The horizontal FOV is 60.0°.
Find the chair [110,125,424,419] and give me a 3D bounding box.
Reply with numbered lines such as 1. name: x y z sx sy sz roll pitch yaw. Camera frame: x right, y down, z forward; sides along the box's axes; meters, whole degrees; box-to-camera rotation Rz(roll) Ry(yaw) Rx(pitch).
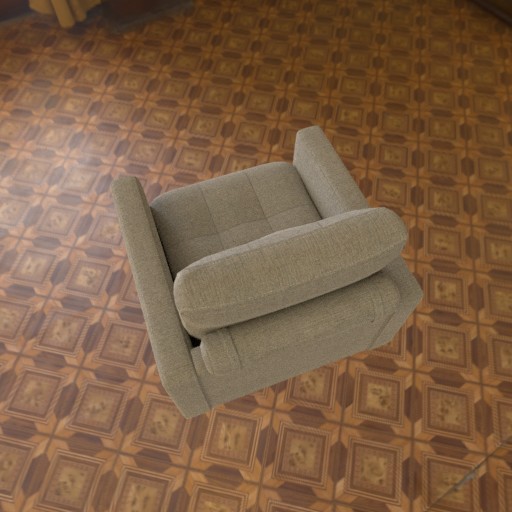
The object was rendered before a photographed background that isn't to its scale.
1. chair: 0.000 0.000 1.557 0.821 0.880 0.843 -18 61 -10
